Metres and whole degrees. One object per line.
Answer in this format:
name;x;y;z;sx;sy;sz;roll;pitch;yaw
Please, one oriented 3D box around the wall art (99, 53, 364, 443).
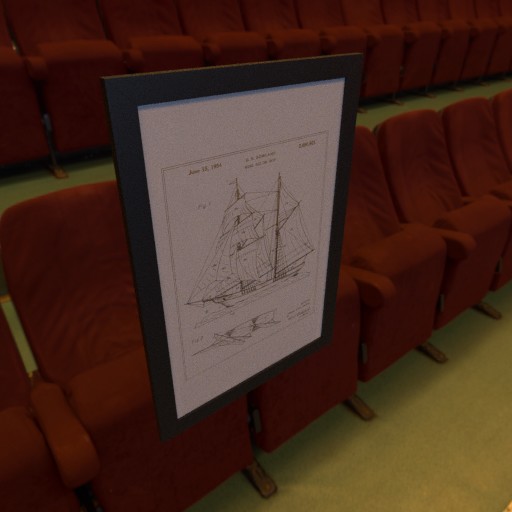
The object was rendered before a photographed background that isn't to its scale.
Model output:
wall art;0.000;0.000;0.664;0.381;0.534;0.013;-22;36;-33
